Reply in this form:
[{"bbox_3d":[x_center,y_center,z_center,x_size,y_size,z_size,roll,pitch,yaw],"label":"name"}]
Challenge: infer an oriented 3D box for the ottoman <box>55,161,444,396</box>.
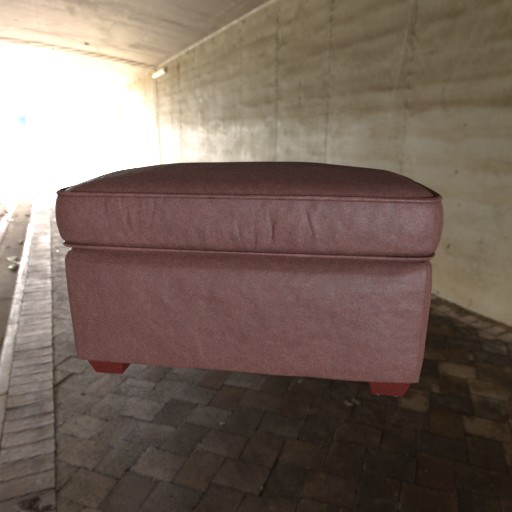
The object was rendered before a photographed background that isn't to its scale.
[{"bbox_3d":[0.000,0.000,1.093,0.749,0.449,0.548,2,16,8],"label":"ottoman"}]
